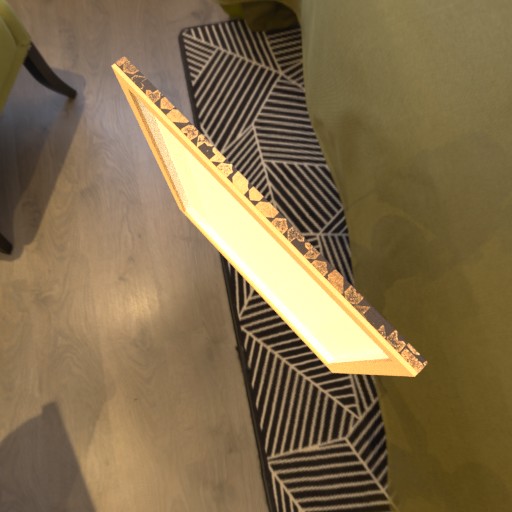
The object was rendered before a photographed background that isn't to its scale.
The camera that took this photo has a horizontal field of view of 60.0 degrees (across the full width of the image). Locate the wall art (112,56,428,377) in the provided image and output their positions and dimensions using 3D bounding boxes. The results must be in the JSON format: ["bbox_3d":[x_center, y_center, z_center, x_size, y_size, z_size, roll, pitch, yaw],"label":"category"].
[{"bbox_3d":[0.000,0.000,1.352,0.038,0.914,0.914,-42,79,-10],"label":"wall art"}]
